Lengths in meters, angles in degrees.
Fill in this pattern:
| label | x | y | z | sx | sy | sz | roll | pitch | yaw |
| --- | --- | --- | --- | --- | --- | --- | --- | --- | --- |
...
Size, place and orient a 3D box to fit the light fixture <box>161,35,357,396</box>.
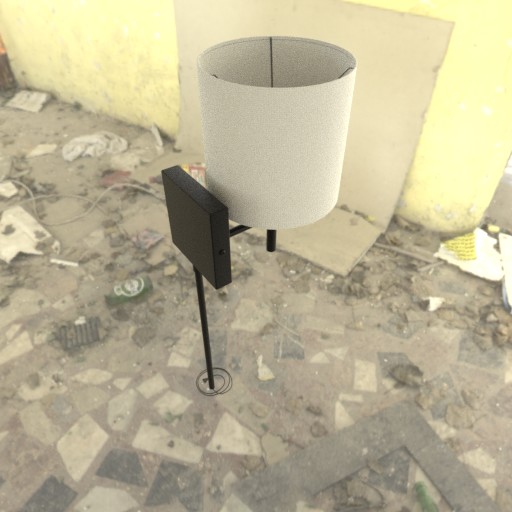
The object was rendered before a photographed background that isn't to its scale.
| label | x | y | z | sx | sy | sz | roll | pitch | yaw |
| --- | --- | --- | --- | --- | --- | --- | --- | --- | --- |
| light fixture | 0.000 | 0.000 | 0.704 | 0.248 | 0.589 | 0.188 | -26 | 47 | -26 |
